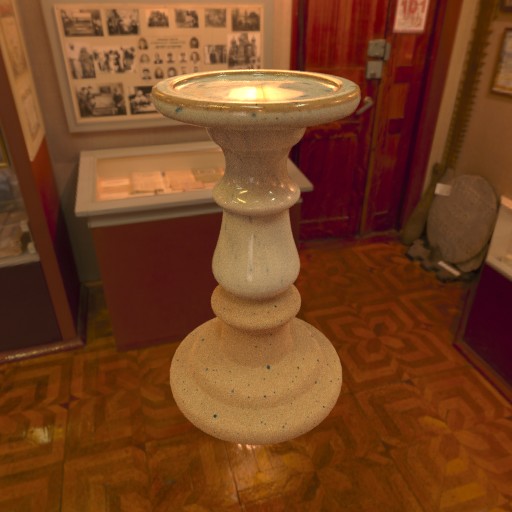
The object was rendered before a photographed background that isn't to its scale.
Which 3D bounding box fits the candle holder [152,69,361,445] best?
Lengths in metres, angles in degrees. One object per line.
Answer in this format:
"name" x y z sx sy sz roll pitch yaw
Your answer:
"candle holder" 0.000 0.000 0.274 0.123 0.202 0.123 0 30 0
